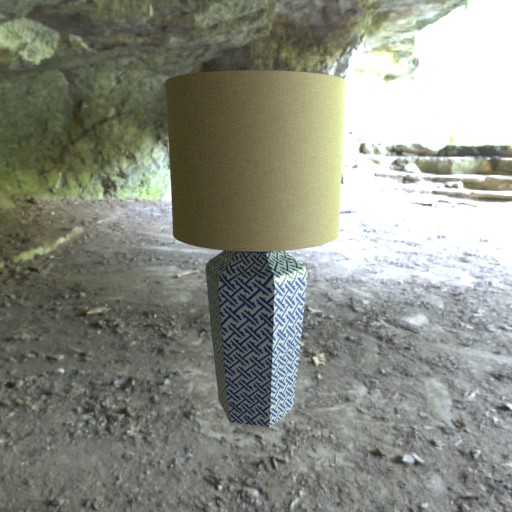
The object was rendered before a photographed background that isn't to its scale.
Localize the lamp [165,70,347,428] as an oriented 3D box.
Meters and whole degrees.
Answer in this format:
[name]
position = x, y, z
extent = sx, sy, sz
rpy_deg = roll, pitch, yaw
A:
[lamp]
position = 0.000, 0.000, 0.878
extent = 0.320, 0.682, 0.320
rpy_deg = 14, 20, 43
